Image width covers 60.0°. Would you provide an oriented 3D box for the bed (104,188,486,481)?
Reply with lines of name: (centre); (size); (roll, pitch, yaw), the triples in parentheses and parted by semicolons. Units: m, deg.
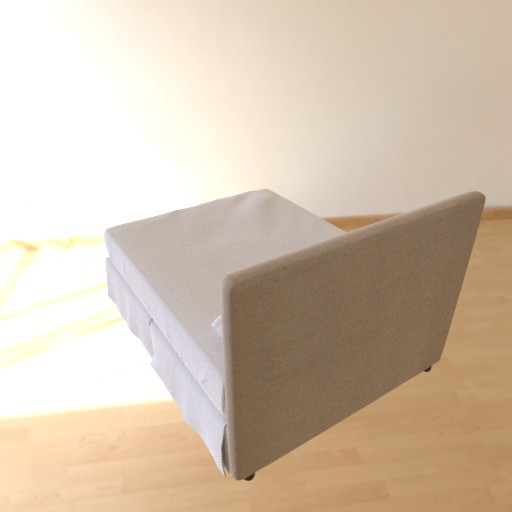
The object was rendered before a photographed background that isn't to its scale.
bed: (0.000, 0.000, 3.143); (1.713, 1.330, 2.162); (-18, 35, -28)
